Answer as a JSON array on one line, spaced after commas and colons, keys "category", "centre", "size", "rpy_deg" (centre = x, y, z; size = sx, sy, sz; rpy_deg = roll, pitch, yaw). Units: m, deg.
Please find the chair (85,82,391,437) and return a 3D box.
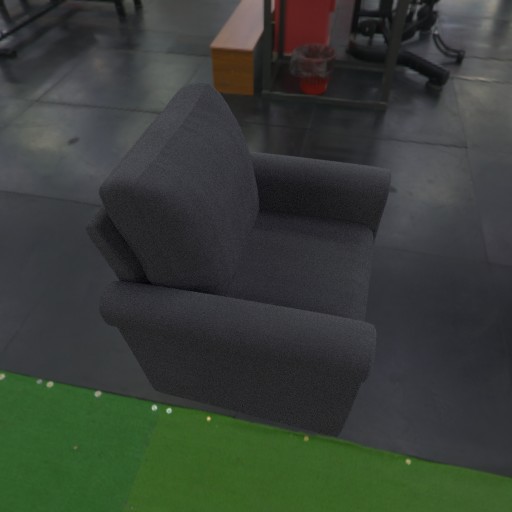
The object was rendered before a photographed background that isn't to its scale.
[{"category": "chair", "centre": [0.000, 0.000, 1.554], "size": [0.828, 0.942, 0.867], "rpy_deg": [11, 47, 10]}]
